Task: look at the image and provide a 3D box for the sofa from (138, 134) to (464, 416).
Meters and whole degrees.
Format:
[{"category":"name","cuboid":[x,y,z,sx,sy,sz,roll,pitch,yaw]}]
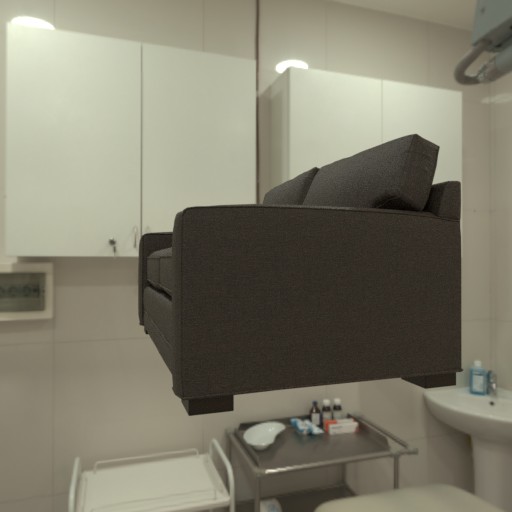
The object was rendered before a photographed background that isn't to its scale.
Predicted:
[{"category":"sofa","cuboid":[0.000,0.000,2.072,0.974,0.887,1.534,0,0,-19]}]
